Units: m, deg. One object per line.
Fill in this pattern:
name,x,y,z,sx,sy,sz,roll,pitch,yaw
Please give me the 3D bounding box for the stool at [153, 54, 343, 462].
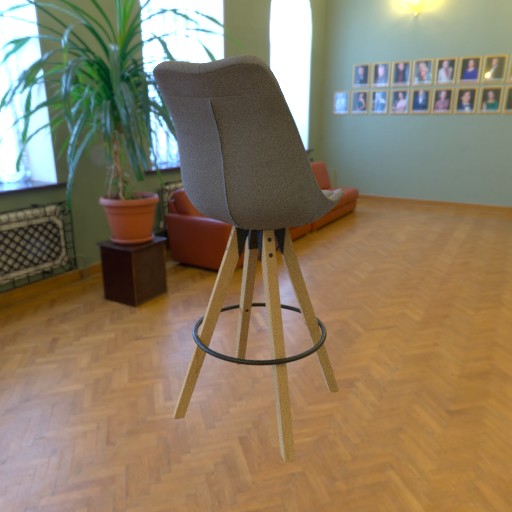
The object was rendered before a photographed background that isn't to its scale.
stool,0.000,0.000,1.422,0.485,1.115,0.550,9,19,28
